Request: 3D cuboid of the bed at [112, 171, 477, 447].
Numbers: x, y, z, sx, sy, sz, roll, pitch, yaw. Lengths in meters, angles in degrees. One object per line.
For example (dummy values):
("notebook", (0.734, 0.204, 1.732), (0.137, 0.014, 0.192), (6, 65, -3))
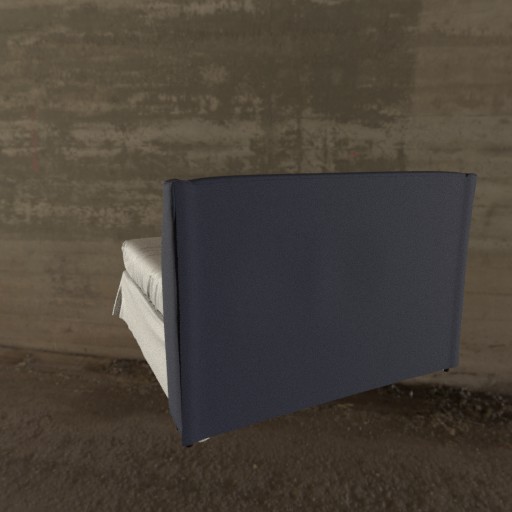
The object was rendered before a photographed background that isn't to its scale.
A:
("bed", (0.000, 0.000, 3.399), (1.925, 1.332, 2.276), (-6, 14, -25))
